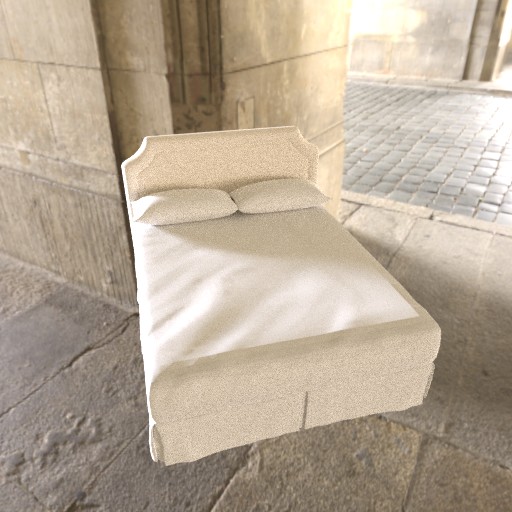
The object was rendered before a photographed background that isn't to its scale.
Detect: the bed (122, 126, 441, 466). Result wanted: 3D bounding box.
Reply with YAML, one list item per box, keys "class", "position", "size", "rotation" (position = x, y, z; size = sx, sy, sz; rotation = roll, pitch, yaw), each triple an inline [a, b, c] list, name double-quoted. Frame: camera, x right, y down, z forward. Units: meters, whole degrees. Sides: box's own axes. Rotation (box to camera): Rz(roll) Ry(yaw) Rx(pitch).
- class: "bed"
  position: [0.000, 0.000, 3.825]
  size: [2.134, 1.524, 2.548]
  rotation: [-8, 32, -13]
